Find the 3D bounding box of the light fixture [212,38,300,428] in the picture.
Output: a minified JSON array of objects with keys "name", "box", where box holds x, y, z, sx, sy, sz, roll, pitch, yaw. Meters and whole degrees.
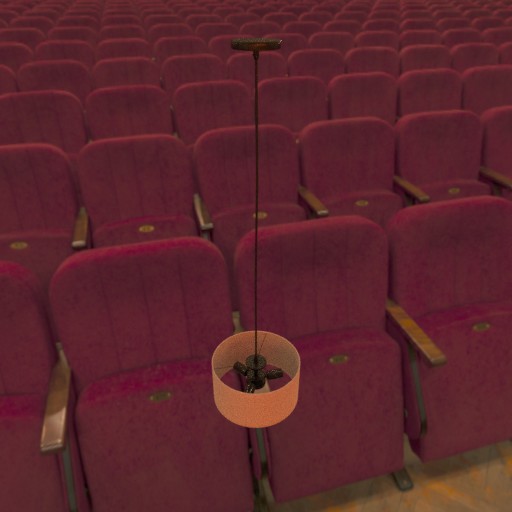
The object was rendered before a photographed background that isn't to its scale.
[{"name":"light fixture","box":[0.000,0.000,1.724,0.399,1.516,0.399,0,31,0]}]
